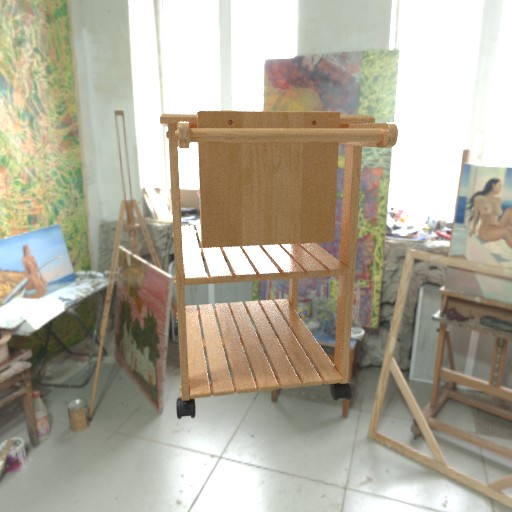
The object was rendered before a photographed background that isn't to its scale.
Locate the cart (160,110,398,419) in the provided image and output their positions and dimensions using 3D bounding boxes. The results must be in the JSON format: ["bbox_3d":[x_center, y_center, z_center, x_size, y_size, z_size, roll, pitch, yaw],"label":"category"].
[{"bbox_3d":[0.000,0.000,1.345,0.520,0.816,0.843,-3,16,-10],"label":"cart"}]
